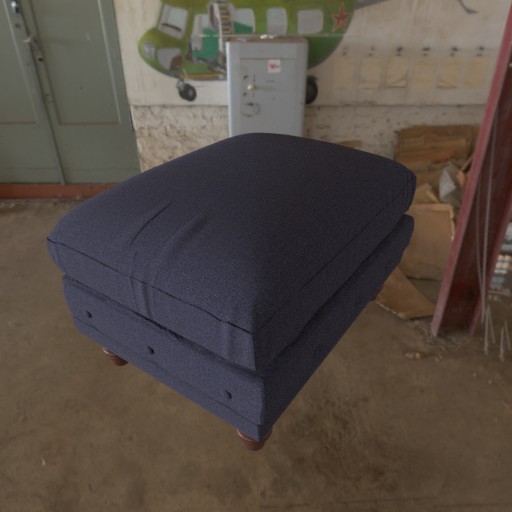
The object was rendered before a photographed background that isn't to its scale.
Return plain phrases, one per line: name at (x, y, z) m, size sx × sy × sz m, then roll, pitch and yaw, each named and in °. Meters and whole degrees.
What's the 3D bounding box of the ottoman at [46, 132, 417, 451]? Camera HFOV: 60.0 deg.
ottoman at (0.000, 0.000, 1.115) m, size 0.558 × 0.486 × 0.767 m, roll 20°, pitch 37°, yaw 29°
